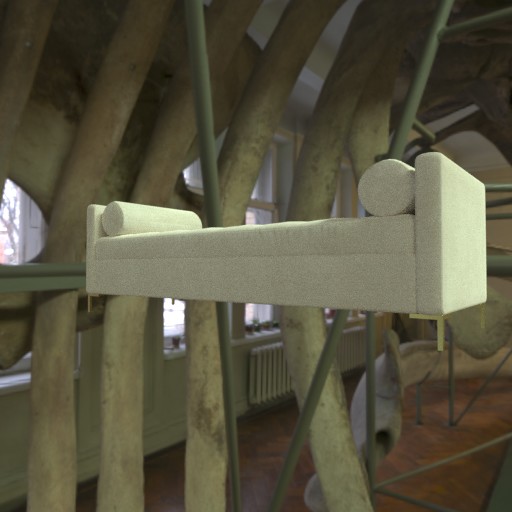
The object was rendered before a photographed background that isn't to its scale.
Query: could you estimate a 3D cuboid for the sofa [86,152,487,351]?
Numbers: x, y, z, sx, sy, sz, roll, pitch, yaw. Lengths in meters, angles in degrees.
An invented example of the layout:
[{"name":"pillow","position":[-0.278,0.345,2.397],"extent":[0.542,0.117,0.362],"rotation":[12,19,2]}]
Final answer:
[{"name":"sofa","position":[0.000,0.000,2.240],"extent":[1.981,0.635,0.686],"rotation":[-1,-2,38]}]
